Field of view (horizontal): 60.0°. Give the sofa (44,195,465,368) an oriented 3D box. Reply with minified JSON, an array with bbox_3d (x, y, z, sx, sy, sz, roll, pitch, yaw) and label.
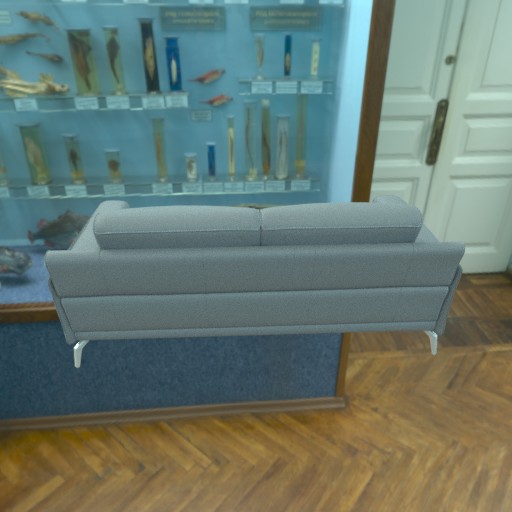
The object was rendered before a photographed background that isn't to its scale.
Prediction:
[{"bbox_3d":[0.000,0.000,2.623,2.100,0.900,0.969,-1,29,-3],"label":"sofa"}]
